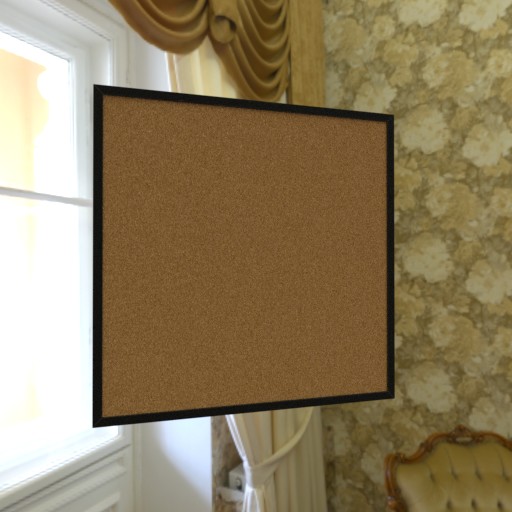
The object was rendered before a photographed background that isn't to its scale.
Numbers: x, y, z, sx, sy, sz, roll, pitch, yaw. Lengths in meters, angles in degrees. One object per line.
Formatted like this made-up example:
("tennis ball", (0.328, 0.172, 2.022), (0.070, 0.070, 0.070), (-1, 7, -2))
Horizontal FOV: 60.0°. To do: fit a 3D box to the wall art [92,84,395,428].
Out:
("wall art", (0.000, 0.000, 1.102), (0.761, 0.761, 0.037), (0, 0, -16))
